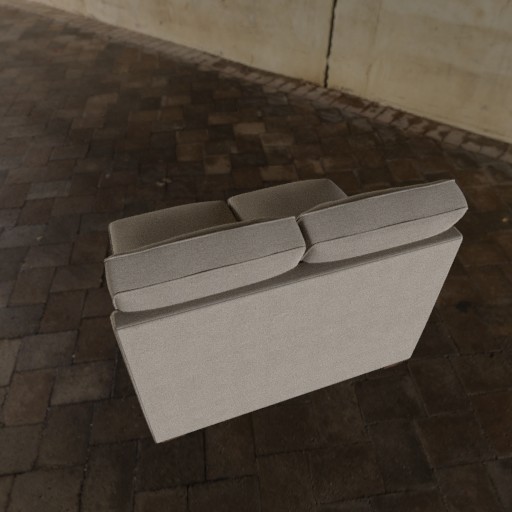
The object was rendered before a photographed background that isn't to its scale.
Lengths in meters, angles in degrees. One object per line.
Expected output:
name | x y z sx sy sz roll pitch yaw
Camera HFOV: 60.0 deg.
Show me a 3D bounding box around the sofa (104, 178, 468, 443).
sofa | 0.000 0.000 1.978 1.232 1.006 0.978 -14 45 -14
